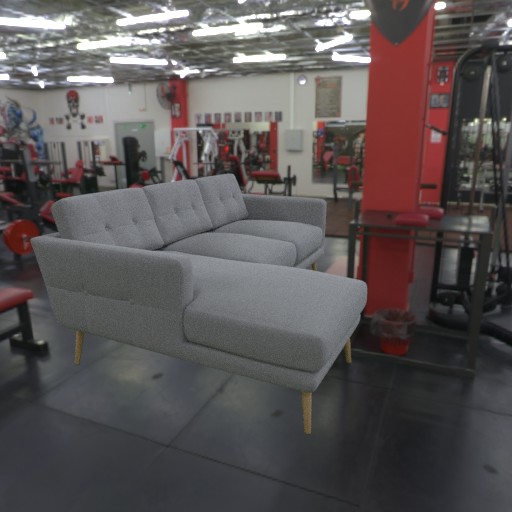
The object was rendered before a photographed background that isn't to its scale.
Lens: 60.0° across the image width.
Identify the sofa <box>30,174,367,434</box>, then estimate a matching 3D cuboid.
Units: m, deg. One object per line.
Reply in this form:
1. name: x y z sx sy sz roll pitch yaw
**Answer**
1. sofa: 0.000 0.000 2.779 1.530 0.860 2.040 7 17 25
